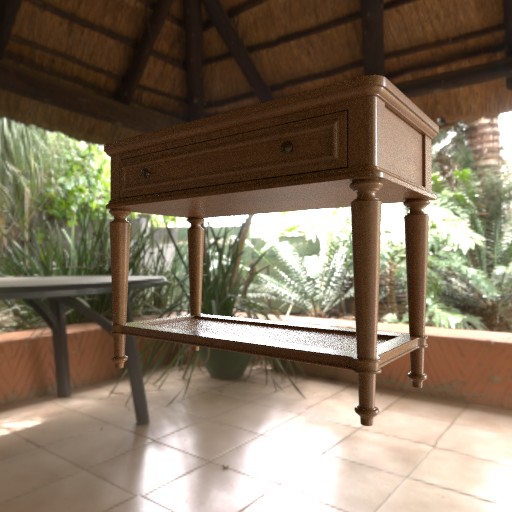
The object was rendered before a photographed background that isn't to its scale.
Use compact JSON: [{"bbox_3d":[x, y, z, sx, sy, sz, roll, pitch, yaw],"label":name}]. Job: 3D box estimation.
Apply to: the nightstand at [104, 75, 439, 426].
[{"bbox_3d":[0.000,0.000,1.297,0.914,0.700,0.432,-1,-1,37],"label":"nightstand"}]
